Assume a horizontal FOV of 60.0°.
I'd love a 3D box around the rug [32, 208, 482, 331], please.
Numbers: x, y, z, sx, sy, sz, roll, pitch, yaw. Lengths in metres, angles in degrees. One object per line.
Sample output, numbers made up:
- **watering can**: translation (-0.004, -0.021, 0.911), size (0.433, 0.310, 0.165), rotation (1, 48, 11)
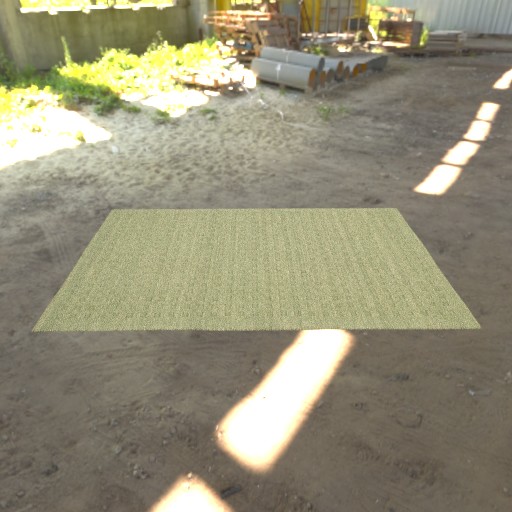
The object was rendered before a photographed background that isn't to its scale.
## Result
- **rug**: translation (0.000, 0.000, 2.214), size (1.747, 0.006, 1.143), rotation (0, 30, -1)
